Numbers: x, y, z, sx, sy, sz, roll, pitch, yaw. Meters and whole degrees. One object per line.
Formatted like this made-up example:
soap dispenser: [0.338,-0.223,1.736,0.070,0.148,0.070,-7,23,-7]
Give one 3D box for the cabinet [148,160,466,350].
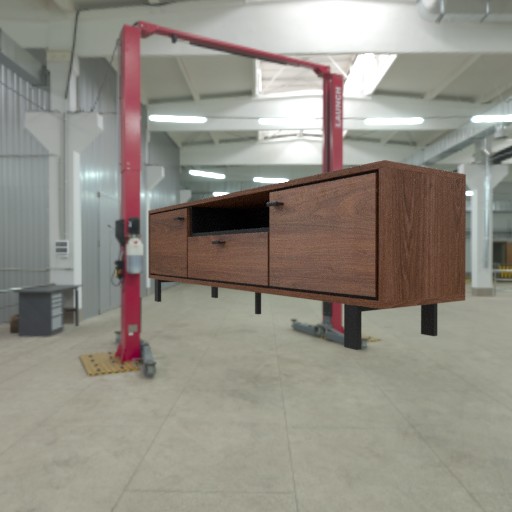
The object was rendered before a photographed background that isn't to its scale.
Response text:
cabinet: [0.000,0.000,1.902,0.400,0.500,1.650,0,1,-34]
